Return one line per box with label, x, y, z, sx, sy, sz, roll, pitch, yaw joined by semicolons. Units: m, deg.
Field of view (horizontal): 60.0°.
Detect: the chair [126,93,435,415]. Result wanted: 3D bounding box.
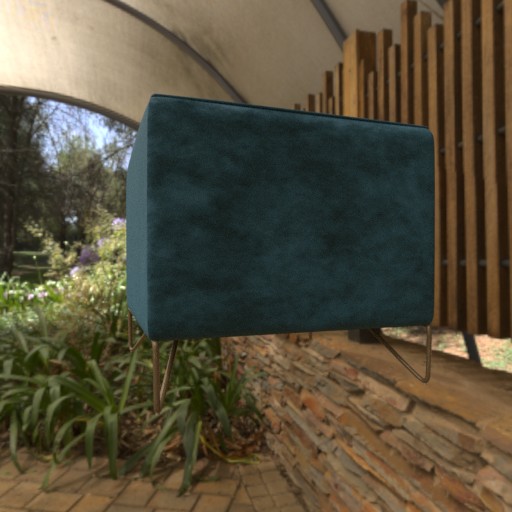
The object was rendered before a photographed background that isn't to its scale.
chair;0.000;0.000;1.615;0.880;0.790;0.894;0;-1;-19
